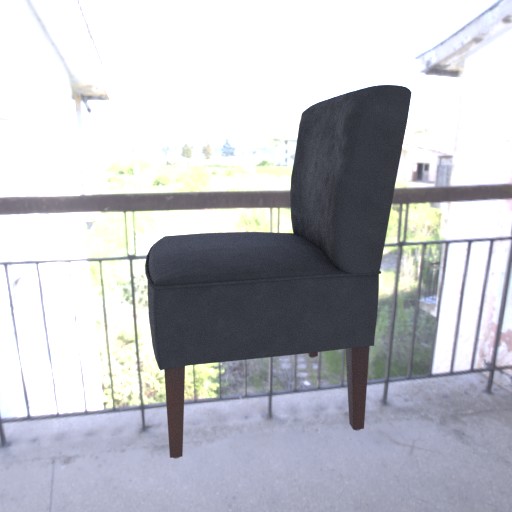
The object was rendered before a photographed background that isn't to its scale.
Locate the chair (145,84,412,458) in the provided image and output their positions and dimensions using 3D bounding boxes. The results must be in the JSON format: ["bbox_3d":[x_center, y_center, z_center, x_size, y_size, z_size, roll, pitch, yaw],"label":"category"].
[{"bbox_3d":[0.000,0.000,1.154,0.554,0.806,0.521,-2,14,-9],"label":"chair"}]
